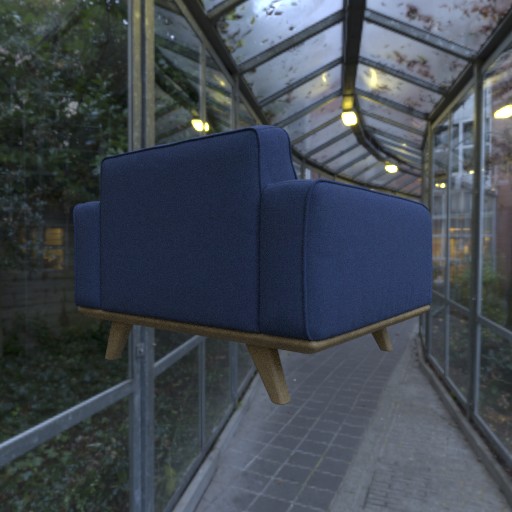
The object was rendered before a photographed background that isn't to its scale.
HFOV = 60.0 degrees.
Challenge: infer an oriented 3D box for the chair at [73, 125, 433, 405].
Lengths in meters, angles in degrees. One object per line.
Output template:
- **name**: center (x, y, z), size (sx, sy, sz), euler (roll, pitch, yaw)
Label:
- **chair**: center (0.000, 0.000, 1.757), size (1.118, 0.783, 0.953), euler (1, 2, 37)
